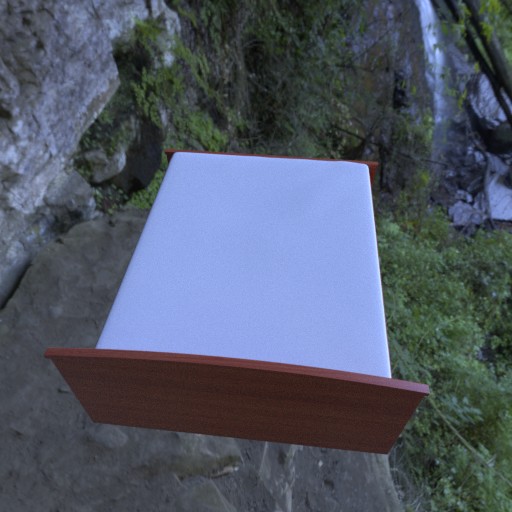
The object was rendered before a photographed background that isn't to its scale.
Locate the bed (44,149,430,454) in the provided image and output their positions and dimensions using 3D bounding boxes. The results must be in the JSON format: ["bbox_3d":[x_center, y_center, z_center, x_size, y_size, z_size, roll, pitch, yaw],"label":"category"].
[{"bbox_3d":[0.000,0.000,2.867,1.683,0.848,2.053,5,47,4],"label":"bed"}]
